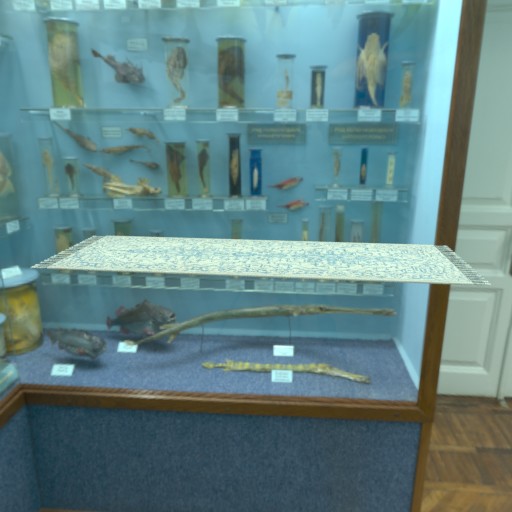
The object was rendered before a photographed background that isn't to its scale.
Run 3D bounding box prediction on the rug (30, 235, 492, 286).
[{"bbox_3d":[0.000,0.000,2.692,2.449,0.011,0.774,2,16,6],"label":"rug"}]
